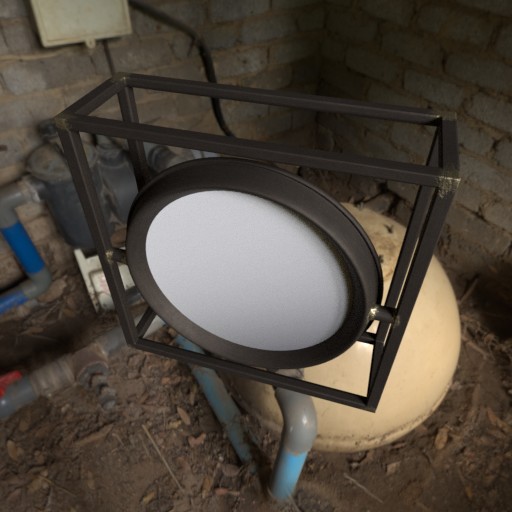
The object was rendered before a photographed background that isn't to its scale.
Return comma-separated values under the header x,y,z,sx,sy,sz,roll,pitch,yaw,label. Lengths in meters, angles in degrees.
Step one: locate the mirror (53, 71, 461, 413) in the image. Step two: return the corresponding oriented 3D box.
x,y,z,sx,sy,sz,roll,pitch,yaw,label
0.000,0.000,0.456,0.306,0.303,0.107,12,44,12,mirror
